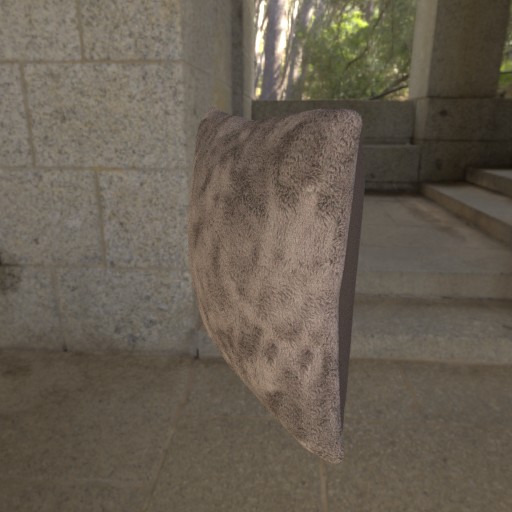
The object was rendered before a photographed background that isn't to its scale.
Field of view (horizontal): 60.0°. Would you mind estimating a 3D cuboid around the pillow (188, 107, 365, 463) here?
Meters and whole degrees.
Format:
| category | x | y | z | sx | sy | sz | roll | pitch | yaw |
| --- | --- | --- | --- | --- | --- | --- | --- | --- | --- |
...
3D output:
| category | x | y | z | sx | sy | sz | roll | pitch | yaw |
| --- | --- | --- | --- | --- | --- | --- | --- | --- | --- |
| pillow | 0.000 | 0.000 | 0.800 | 0.204 | 0.520 | 0.522 | -8 | 19 | -24 |
